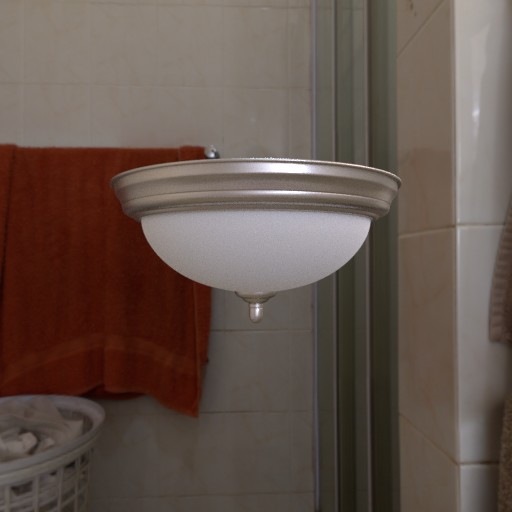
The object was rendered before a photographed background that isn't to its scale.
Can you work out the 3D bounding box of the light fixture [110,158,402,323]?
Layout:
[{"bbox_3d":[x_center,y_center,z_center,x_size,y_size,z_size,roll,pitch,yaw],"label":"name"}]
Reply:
[{"bbox_3d":[0.000,0.000,0.447,0.280,0.135,0.280,0,0,0],"label":"light fixture"}]
